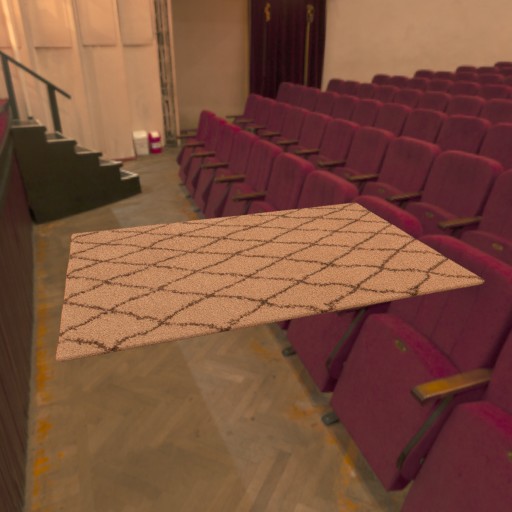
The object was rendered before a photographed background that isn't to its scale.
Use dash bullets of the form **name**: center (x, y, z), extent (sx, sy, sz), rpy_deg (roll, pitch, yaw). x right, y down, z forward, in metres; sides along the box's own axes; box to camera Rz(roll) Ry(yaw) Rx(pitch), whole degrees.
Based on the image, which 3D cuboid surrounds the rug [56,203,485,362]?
- **rug**: center (0.000, 0.000, 3.422), extent (2.743, 0.030, 1.778), rpy_deg (-8, 26, -16)
